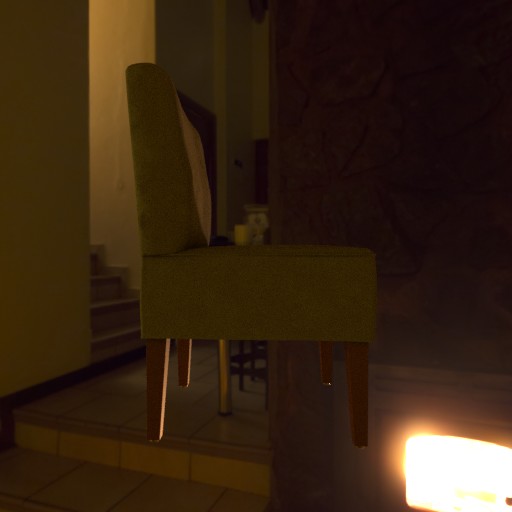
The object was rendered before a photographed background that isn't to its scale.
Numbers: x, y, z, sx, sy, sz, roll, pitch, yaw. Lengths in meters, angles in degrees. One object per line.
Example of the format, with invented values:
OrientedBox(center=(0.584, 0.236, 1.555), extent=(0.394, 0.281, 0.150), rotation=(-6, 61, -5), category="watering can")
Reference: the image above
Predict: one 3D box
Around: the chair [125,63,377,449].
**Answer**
OrientedBox(center=(0.000, 0.000, 1.154), extent=(0.554, 0.806, 0.521), rotation=(0, 1, 0), category="chair")
